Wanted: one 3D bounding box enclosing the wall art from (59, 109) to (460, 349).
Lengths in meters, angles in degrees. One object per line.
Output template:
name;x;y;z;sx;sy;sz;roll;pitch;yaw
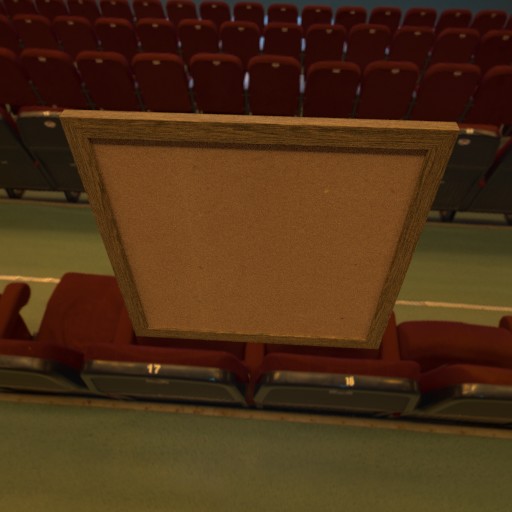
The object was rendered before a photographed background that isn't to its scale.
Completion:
wall art;0.000;0.000;0.751;0.508;0.508;0.019;3;47;3
